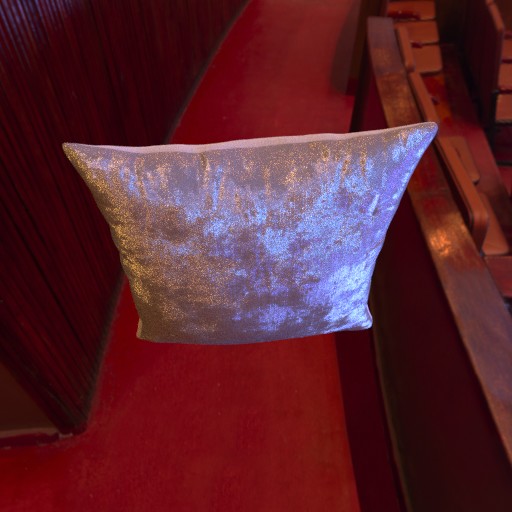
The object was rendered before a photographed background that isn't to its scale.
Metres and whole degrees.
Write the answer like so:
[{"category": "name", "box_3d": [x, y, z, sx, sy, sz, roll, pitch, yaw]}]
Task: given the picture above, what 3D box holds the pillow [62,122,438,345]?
[{"category": "pillow", "box_3d": [0.000, 0.000, 0.717, 0.470, 0.464, 0.175, -4, 47, -4]}]
